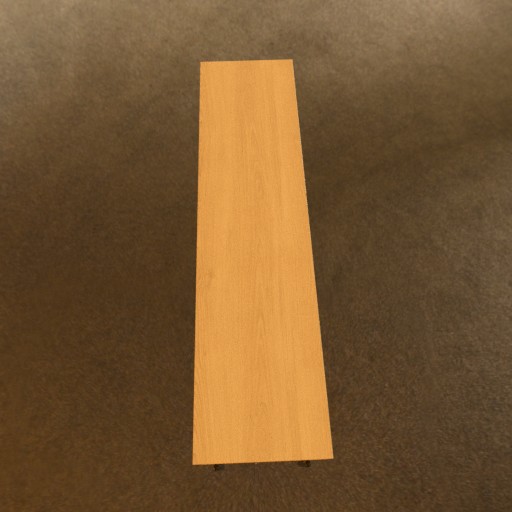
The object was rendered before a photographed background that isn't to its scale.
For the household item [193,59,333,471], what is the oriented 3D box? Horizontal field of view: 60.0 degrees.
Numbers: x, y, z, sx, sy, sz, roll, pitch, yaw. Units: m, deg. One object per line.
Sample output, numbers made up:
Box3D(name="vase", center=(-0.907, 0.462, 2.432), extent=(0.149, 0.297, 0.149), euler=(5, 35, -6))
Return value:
Box3D(name="household item", center=(0.000, 0.000, 1.787), extent=(0.400, 0.600, 1.550), euler=(-2, 65, -1))
